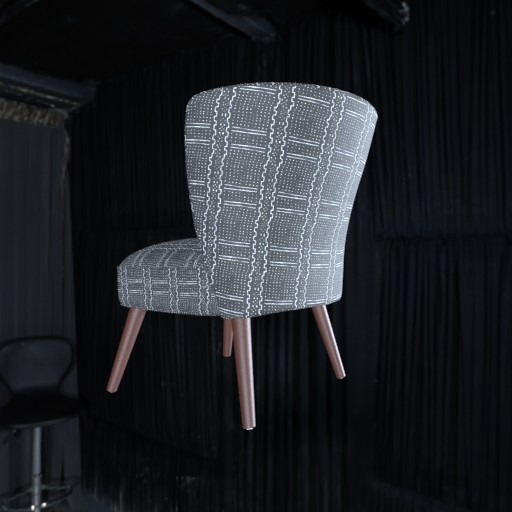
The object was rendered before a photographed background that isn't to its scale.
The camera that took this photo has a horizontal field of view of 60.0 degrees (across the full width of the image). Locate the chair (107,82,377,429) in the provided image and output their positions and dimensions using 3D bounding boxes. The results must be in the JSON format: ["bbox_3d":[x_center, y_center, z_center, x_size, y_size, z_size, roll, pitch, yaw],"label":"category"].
[{"bbox_3d":[0.000,0.000,1.425,0.758,0.866,0.710,1,1,35],"label":"chair"}]
